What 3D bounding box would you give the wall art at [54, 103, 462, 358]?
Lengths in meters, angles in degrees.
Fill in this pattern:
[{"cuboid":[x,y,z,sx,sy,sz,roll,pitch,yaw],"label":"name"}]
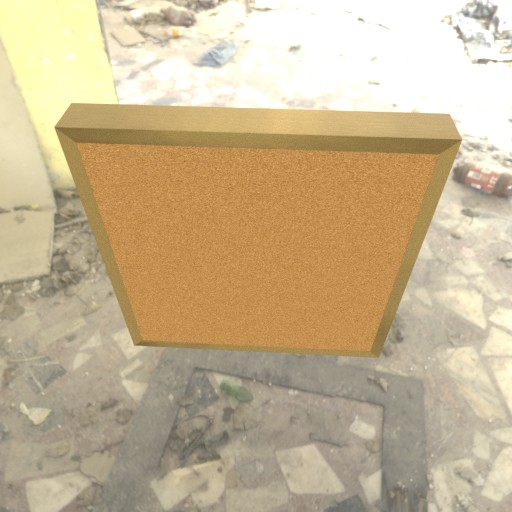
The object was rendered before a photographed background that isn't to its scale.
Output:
[{"cuboid":[0.000,0.000,0.453,0.304,0.305,0.038,2,46,2],"label":"wall art"}]
